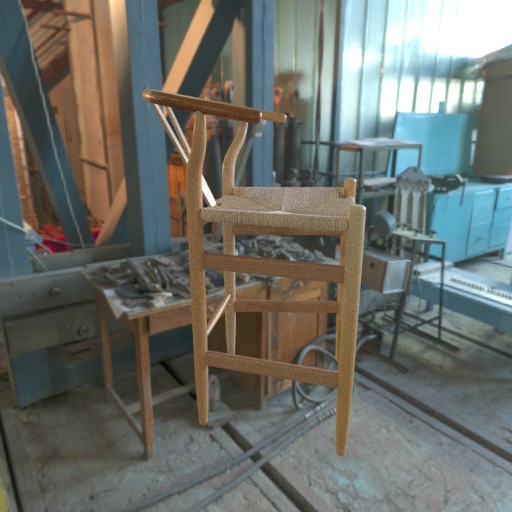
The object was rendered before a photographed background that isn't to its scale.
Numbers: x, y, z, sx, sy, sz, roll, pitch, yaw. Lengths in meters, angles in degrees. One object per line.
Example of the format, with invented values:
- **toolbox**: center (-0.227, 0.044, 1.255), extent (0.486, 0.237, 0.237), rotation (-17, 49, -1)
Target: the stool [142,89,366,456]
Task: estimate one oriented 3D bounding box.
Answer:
- **stool**: center (0.000, 0.000, 1.309), extent (0.575, 0.923, 0.536), rotation (3, 17, 9)
